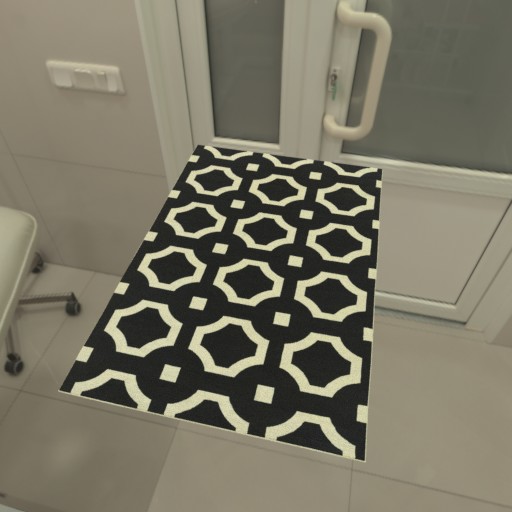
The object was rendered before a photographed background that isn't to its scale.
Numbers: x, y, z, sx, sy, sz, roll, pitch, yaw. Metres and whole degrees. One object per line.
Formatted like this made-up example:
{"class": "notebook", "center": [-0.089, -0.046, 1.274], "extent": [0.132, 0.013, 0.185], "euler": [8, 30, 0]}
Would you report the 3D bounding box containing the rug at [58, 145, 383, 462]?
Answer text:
{"class": "rug", "center": [0.000, 0.000, 2.900], "extent": [1.555, 0.016, 2.286], "euler": [10, 48, 9]}
